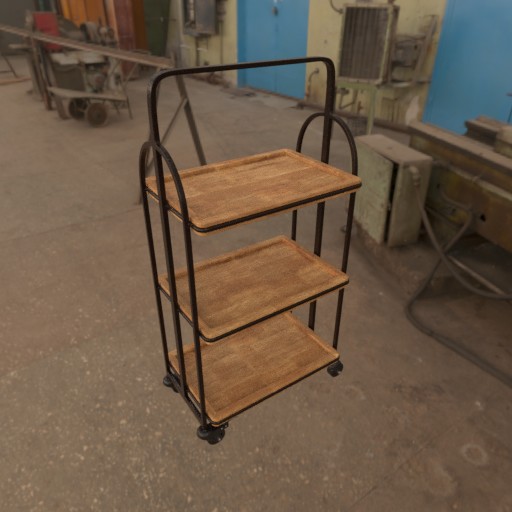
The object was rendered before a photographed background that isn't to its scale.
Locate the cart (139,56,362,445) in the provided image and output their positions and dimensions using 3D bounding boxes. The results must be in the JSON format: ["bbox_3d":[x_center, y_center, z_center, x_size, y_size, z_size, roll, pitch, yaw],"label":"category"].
[{"bbox_3d":[0.000,0.000,1.239,0.553,1.001,0.327,-19,36,-29],"label":"cart"}]
